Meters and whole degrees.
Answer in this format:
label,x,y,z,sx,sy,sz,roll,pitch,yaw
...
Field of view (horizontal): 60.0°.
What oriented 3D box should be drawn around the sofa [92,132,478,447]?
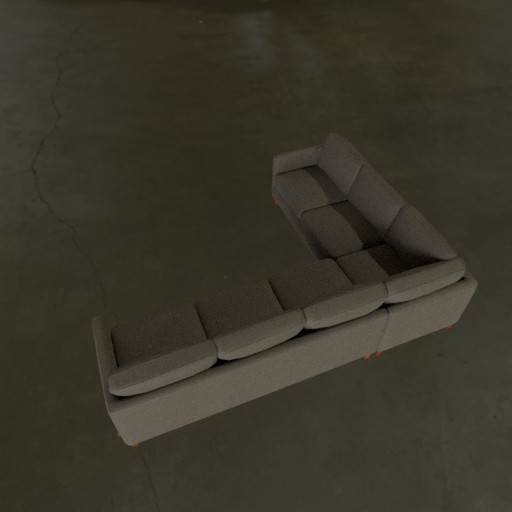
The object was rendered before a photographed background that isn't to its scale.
label,x,y,z,sx,sy,sz,roll,pitch,yaw
sofa,0.000,0.000,4.512,3.302,0.947,2.593,-16,48,-15
